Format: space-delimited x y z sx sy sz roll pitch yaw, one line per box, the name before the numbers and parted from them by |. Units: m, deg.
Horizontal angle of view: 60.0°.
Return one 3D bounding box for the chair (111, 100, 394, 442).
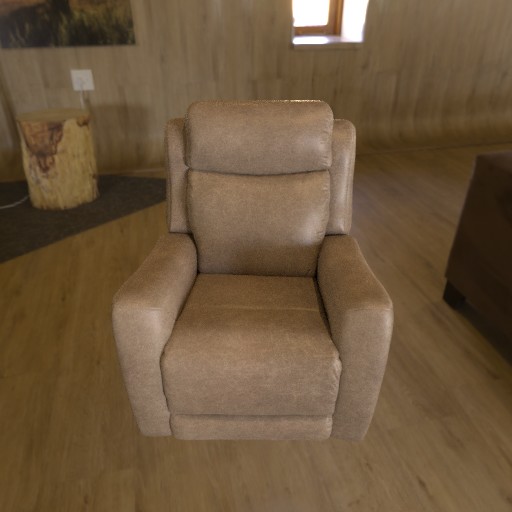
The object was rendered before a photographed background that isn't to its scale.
chair | 0.000 0.000 1.901 0.965 1.116 1.068 1 31 2
